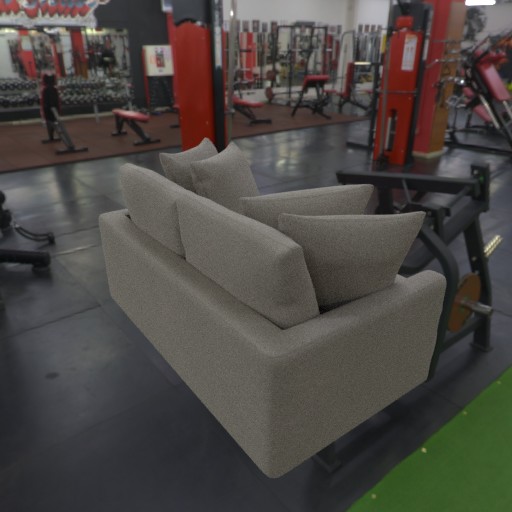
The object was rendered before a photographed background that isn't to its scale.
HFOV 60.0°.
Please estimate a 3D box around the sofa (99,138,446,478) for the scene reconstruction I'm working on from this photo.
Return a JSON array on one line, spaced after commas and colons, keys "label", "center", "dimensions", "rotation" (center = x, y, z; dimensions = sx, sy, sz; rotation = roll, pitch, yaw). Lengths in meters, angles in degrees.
[{"label": "sofa", "center": [0.000, 0.000, 2.578], "dimensions": [1.228, 1.080, 1.869], "rotation": [-17, 30, -32]}]
